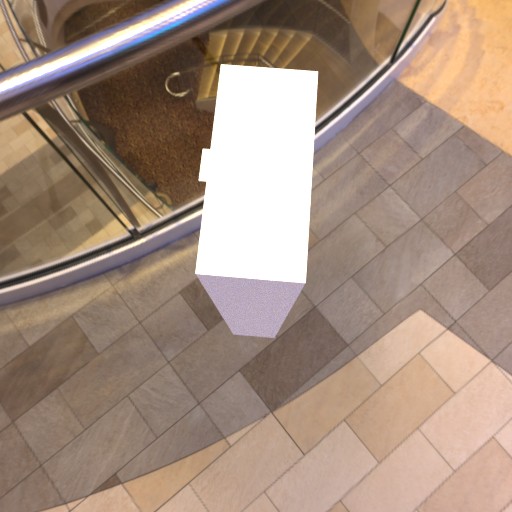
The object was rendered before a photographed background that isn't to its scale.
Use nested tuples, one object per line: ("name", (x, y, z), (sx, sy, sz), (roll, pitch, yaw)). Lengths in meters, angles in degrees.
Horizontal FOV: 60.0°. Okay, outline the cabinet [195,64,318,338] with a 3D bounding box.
("cabinet", (0.000, 0.000, 1.794), (0.255, 1.630, 0.520), (5, 76, 1))
